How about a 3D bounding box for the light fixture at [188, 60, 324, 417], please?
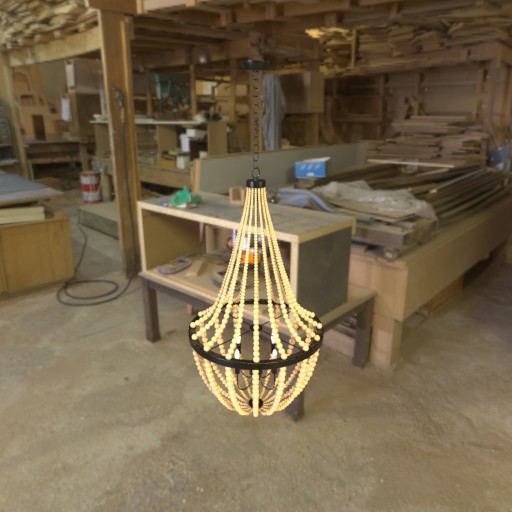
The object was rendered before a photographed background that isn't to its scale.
[{"bbox_3d":[0.000,0.000,1.405,0.450,1.133,0.450,0,19,0],"label":"light fixture"}]
